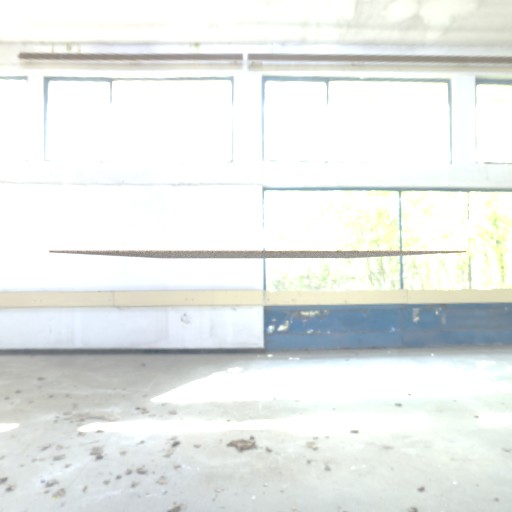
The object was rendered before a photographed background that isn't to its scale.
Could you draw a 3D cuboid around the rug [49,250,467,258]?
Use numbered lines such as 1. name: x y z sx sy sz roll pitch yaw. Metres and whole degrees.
1. rug: 0.000 0.000 4.188 2.448 0.013 3.205 0 -1 0
